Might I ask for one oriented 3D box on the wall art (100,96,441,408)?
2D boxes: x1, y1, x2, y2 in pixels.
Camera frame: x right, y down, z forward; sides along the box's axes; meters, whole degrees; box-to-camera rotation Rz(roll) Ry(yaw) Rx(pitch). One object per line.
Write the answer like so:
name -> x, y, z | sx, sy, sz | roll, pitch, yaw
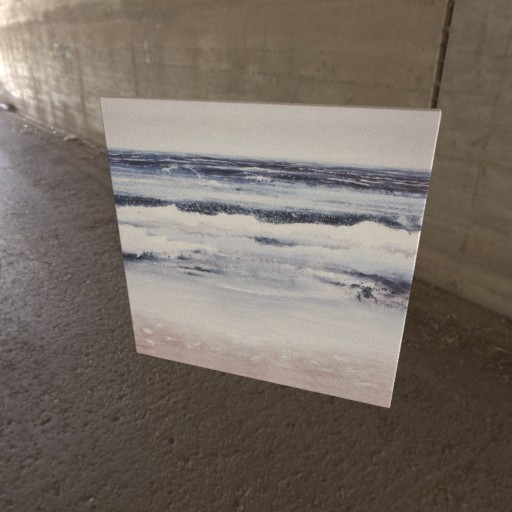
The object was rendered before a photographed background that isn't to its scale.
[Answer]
wall art -> 0.000, 0.000, 1.128 | 0.755, 0.747, 0.065 | 8, 27, 16
